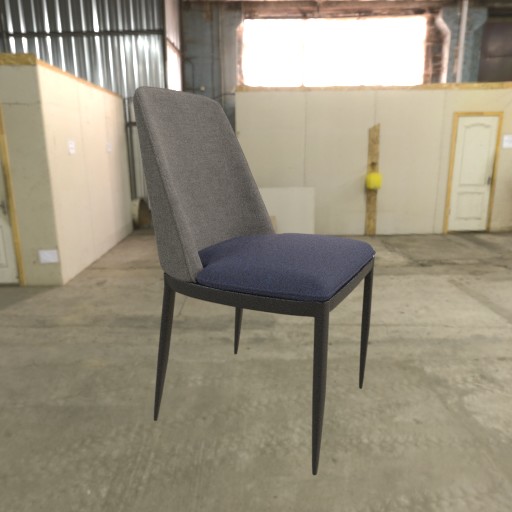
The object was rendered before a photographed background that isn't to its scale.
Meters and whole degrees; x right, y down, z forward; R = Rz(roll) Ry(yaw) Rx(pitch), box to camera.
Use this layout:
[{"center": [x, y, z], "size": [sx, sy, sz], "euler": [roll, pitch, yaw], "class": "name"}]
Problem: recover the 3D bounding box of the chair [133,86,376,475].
[{"center": [0.000, 0.000, 1.172], "size": [0.550, 0.855, 0.488], "euler": [7, 16, 26], "class": "chair"}]
